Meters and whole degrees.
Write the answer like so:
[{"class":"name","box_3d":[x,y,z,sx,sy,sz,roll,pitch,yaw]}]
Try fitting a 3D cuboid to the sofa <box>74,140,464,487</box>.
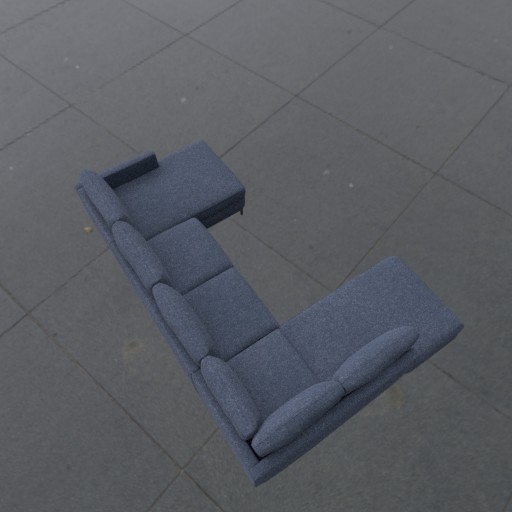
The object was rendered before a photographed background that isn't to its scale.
[{"class":"sofa","box_3d":[0.000,0.000,3.812,2.007,0.813,2.956,-30,63,-18]}]
